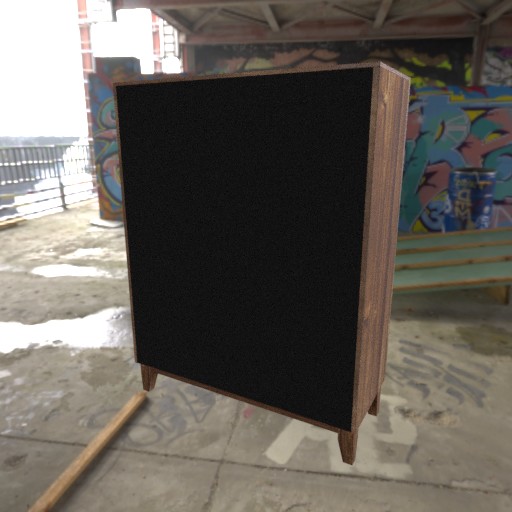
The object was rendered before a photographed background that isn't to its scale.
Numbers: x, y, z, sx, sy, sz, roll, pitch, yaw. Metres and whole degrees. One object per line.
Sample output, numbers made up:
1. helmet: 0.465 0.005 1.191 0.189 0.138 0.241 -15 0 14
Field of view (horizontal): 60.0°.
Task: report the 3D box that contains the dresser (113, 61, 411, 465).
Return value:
1. dresser: 0.000 0.000 1.878 1.062 1.393 0.442 8 17 28
